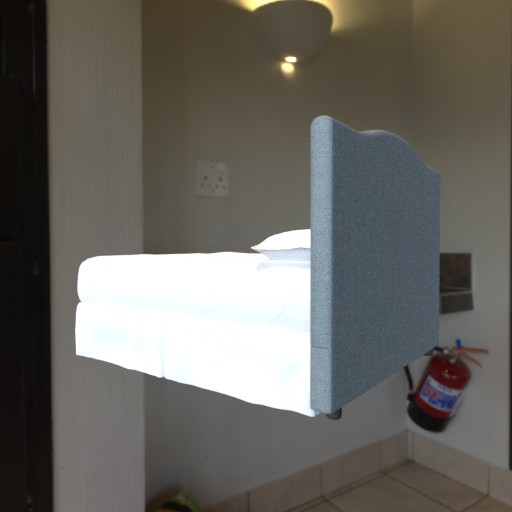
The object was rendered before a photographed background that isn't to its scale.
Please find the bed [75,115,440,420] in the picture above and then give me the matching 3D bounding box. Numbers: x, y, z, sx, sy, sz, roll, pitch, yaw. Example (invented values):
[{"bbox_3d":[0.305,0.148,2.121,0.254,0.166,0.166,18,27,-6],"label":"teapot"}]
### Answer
[{"bbox_3d":[0.000,0.000,3.247,2.143,1.460,1.753,1,1,37],"label":"bed"}]
